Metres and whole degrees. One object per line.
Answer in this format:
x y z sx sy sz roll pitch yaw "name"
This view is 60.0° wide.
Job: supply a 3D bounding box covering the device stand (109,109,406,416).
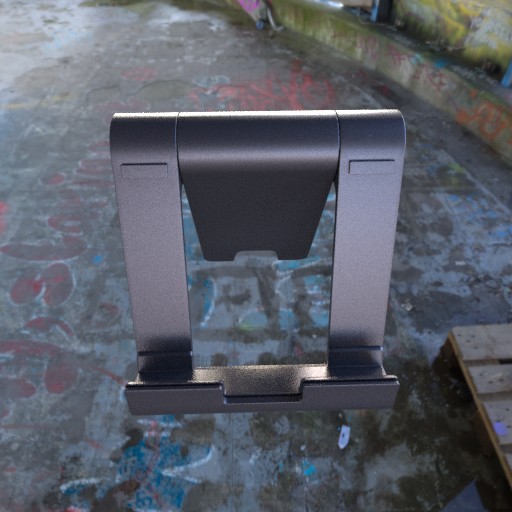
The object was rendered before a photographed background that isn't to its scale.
0.000 0.000 0.150 0.088 0.084 0.079 -1 46 -1 "device stand"
